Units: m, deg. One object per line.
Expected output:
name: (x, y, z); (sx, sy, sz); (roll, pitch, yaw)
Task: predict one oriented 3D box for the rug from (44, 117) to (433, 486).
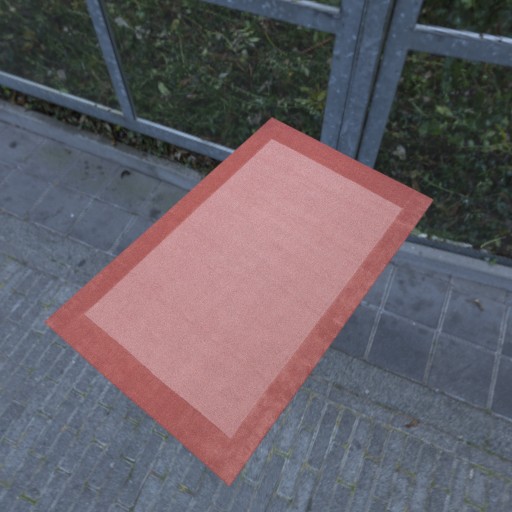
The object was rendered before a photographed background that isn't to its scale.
rug: (0.000, 0.000, 3.083); (1.524, 0.014, 2.438); (33, 63, 19)
